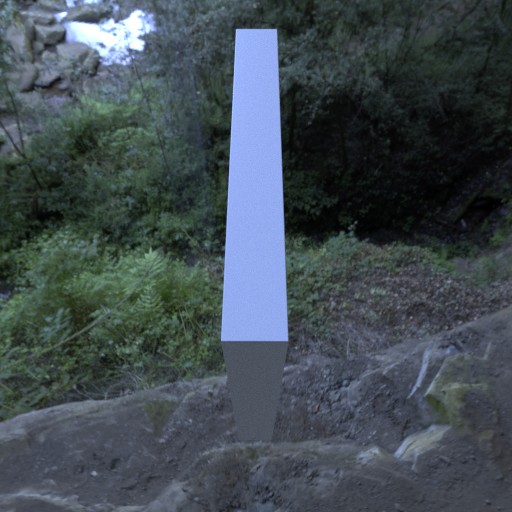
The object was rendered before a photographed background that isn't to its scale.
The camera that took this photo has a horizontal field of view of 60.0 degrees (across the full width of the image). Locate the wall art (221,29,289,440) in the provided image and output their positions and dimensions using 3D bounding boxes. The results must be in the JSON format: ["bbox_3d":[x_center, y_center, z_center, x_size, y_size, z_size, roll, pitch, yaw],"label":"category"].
[{"bbox_3d":[0.000,0.000,0.458,0.038,0.305,0.305,0,58,0],"label":"wall art"}]
